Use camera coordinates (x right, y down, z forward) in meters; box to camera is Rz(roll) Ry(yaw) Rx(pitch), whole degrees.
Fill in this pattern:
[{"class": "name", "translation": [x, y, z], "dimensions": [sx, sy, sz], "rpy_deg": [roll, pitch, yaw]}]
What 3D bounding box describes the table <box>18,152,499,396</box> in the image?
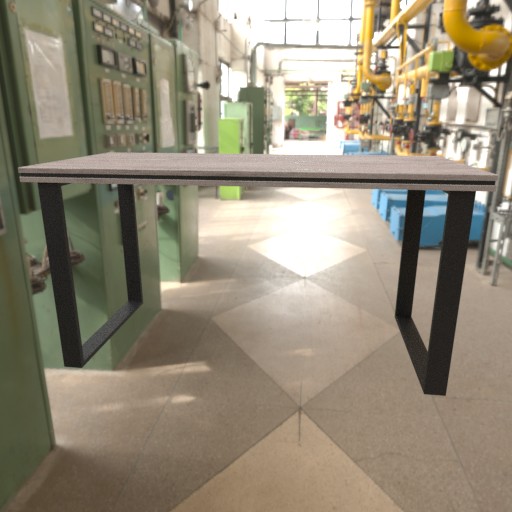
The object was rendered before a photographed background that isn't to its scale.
[{"class": "table", "translation": [0.000, 0.000, 2.135], "dimensions": [1.778, 0.899, 0.795], "rpy_deg": [2, 17, 7]}]
